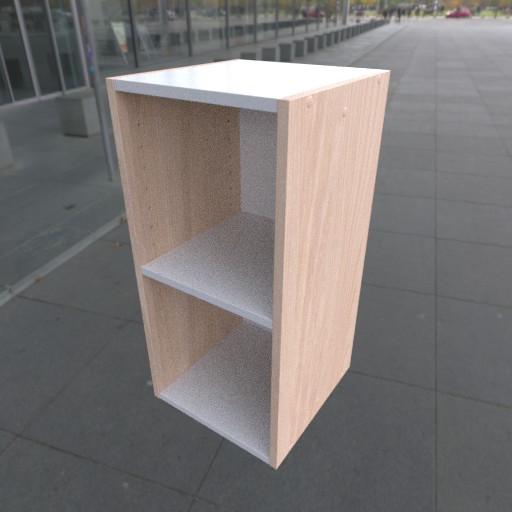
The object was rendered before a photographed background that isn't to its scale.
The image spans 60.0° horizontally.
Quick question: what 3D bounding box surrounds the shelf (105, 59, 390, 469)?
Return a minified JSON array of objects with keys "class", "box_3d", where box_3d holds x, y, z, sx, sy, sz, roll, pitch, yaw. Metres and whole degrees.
[{"class":"shelf","box_3d":[0.000,0.000,0.776,0.290,0.594,0.297,19,34,30]}]
